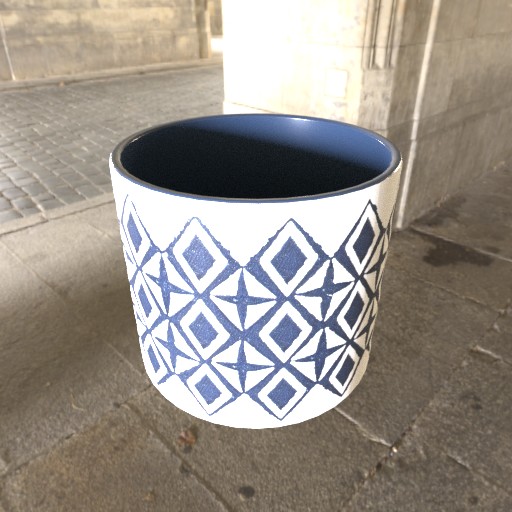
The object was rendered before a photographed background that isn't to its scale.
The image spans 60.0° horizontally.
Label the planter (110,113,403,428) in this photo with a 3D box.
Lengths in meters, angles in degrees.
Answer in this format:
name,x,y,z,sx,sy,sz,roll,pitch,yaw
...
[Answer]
name,x,y,z,sx,sy,sz,roll,pitch,yaw
planter,0.000,0.000,0.284,0.159,0.144,0.159,0,31,0
